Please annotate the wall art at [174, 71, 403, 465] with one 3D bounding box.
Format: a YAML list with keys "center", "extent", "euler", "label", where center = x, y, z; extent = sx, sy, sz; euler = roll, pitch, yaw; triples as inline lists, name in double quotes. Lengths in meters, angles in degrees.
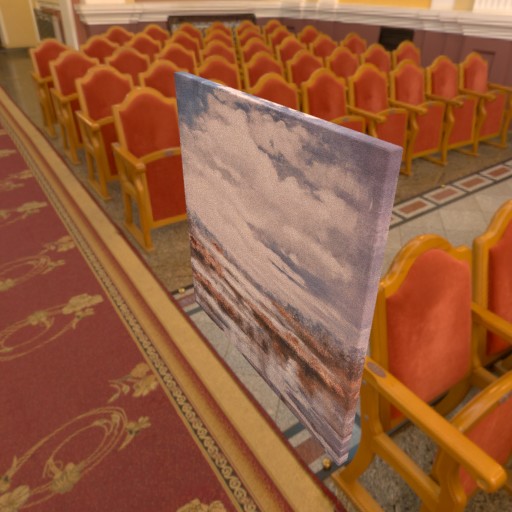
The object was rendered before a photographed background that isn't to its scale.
- center: [0.000, 0.000, 1.491]
  extent: [0.040, 1.020, 1.010]
  euler: [-19, 37, -28]
  label: "wall art"
